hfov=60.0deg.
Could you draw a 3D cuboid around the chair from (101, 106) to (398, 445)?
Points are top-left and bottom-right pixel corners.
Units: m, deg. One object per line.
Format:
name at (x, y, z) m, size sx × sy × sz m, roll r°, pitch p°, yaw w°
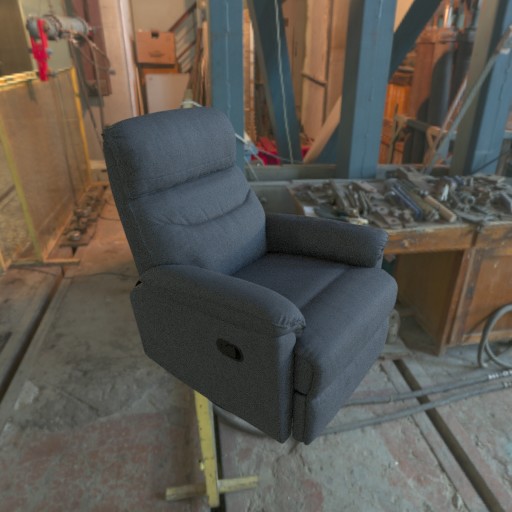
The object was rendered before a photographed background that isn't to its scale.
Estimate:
chair at (0.000, 0.000, 1.756) m, size 1.004 × 1.037 × 0.820 m, roll 18°, pitch 32°, yaw 32°
